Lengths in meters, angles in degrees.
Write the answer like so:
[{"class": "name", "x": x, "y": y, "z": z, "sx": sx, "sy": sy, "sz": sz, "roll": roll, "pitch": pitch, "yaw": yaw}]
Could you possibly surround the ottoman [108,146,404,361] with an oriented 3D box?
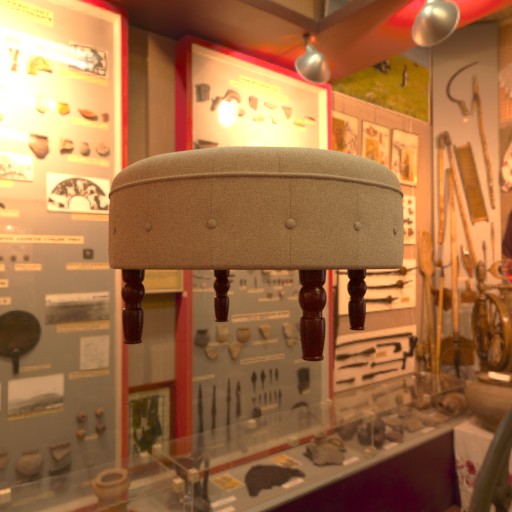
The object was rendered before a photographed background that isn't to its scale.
[{"class": "ottoman", "x": 0.000, "y": 0.000, "z": 1.339, "sx": 0.849, "sy": 0.478, "sz": 0.849, "roll": 0, "pitch": -1, "yaw": 0}]
